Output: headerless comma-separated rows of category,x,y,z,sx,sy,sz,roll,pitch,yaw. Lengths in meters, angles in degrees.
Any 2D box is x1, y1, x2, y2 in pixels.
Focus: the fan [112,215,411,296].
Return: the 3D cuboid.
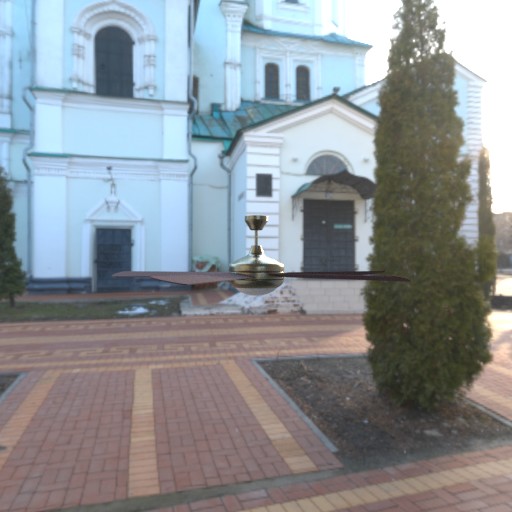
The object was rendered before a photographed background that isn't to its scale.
fan,0.000,0.000,1.993,1.321,0.356,1.321,0,-1,-2
